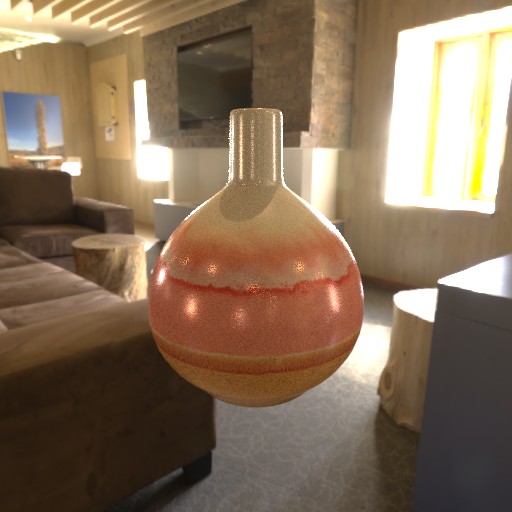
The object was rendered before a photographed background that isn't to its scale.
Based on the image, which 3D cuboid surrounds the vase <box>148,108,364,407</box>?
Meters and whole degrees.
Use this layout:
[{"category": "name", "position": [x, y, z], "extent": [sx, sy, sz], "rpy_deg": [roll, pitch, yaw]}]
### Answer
[{"category": "vase", "position": [0.000, 0.000, 0.281], "extent": [0.137, 0.176, 0.137], "rpy_deg": [0, 14, 0]}]
